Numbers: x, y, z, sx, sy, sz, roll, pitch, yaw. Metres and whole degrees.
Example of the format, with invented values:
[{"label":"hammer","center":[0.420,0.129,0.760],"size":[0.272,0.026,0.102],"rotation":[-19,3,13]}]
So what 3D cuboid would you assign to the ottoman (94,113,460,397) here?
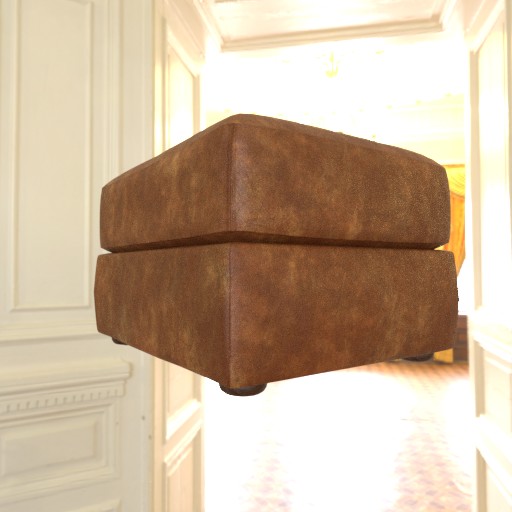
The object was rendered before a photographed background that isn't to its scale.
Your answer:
[{"label":"ottoman","center":[0.000,0.000,1.106],"size":[0.603,0.476,0.751],"rotation":[1,-2,-35]}]
